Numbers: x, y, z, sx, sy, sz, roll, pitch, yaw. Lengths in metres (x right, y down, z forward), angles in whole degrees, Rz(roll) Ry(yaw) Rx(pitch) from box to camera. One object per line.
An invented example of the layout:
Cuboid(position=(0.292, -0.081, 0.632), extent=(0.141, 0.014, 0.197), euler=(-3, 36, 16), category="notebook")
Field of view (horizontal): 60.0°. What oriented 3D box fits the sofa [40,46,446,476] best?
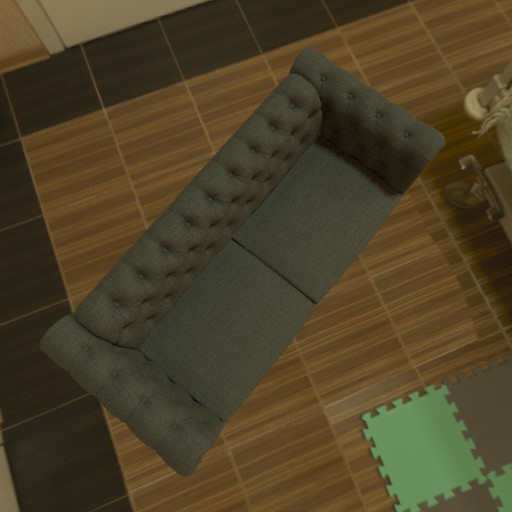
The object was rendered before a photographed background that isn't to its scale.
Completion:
Cuboid(position=(0.000, 0.000, 2.176), extent=(0.783, 0.797, 1.798), euler=(38, 79, 9), category="sofa")
